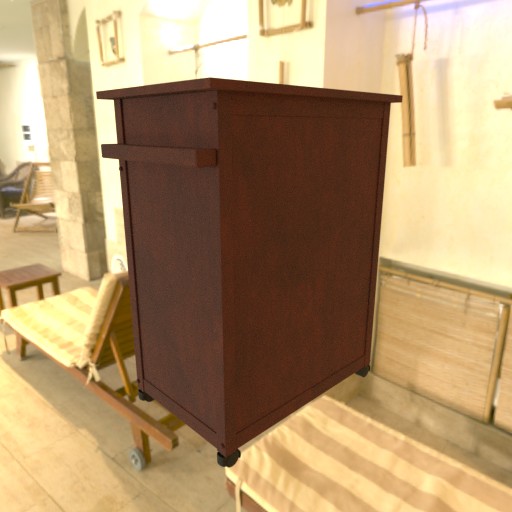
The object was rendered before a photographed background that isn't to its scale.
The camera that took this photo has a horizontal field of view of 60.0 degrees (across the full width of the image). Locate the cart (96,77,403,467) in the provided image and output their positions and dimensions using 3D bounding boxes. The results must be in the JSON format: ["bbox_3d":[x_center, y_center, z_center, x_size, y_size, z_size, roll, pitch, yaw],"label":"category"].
[{"bbox_3d":[0.000,0.000,1.251,0.683,0.864,0.442,-15,22,-42],"label":"cart"}]
